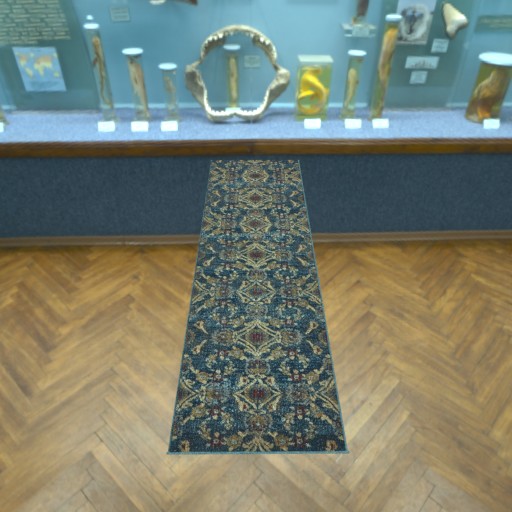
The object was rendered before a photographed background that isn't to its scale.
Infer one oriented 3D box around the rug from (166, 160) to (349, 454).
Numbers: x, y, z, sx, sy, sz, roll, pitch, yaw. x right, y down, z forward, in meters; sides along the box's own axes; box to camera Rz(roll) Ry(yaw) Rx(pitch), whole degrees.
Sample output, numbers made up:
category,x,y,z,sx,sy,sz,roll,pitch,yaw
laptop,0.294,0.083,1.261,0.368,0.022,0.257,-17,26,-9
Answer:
category,x,y,z,sx,sy,sz,roll,pitch,yaw
rug,0.000,0.000,2.529,0.685,0.014,2.292,0,40,0
